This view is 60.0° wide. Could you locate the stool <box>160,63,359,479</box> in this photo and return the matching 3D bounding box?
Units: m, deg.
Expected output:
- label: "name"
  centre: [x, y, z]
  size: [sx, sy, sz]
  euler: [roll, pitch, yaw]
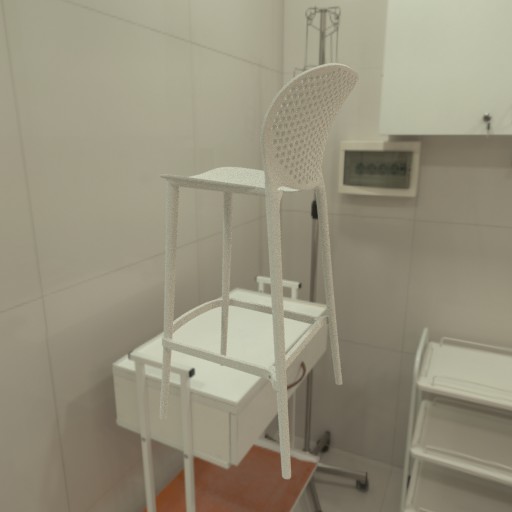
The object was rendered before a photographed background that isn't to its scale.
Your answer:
- label: "stool"
  centre: [0.000, 0.000, 1.359]
  size: [0.535, 1.045, 0.536]
  euler: [7, 16, 25]
